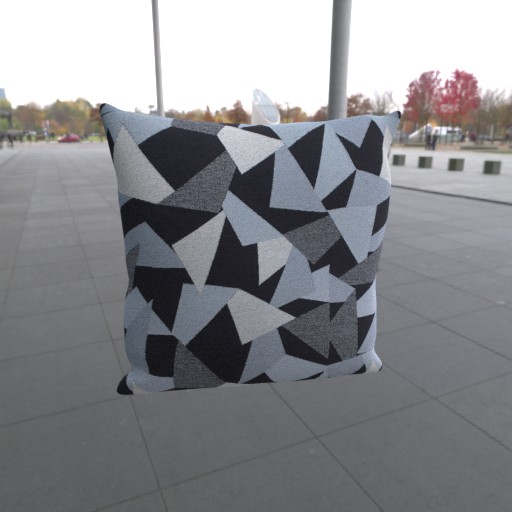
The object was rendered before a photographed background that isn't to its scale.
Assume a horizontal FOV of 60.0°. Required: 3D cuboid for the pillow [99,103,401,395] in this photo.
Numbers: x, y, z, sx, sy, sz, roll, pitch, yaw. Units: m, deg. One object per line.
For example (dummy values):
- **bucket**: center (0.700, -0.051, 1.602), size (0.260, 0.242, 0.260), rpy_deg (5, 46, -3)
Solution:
- **pillow**: center (0.000, 0.000, 0.764), size (0.503, 0.496, 0.208), rpy_deg (-3, 16, -9)
